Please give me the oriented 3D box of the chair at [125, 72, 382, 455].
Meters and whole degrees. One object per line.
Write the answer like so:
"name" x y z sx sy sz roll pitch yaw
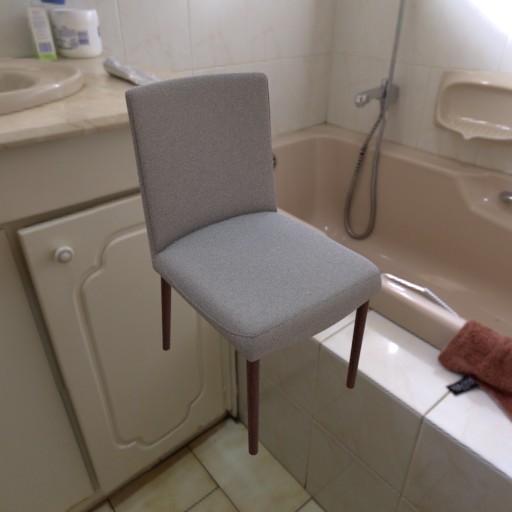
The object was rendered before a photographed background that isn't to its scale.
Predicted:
"chair" 0.000 0.000 1.215 0.456 0.859 0.570 -21 37 -31
